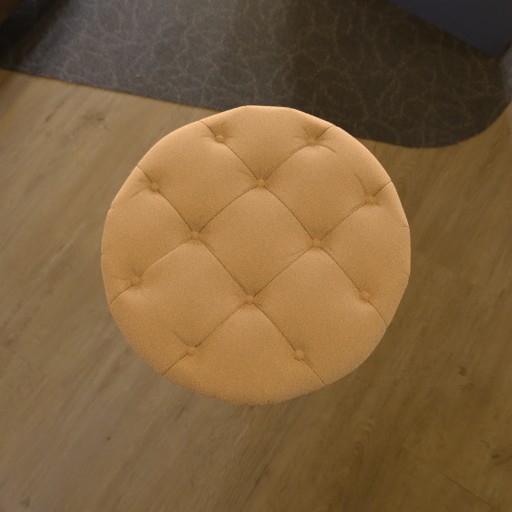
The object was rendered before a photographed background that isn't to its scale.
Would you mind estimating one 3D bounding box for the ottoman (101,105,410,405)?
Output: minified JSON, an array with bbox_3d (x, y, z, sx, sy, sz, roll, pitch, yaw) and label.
[{"bbox_3d":[0.000,0.000,1.428,0.901,0.439,0.901,0,76,0],"label":"ottoman"}]
